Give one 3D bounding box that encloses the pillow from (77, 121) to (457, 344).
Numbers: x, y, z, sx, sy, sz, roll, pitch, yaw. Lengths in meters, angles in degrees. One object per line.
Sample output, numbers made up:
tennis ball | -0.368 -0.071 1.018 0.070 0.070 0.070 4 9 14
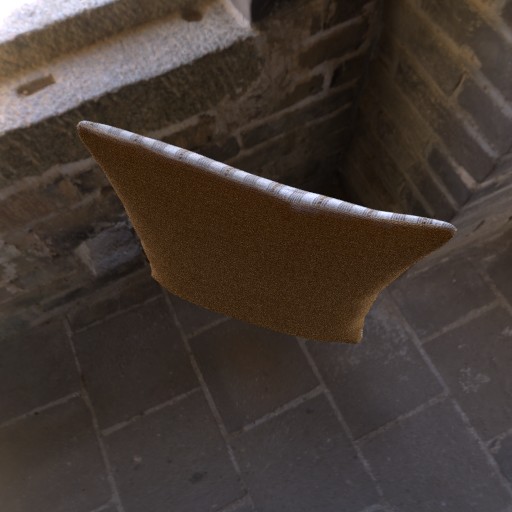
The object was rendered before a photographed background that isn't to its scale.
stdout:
pillow | 0.000 0.000 0.670 0.432 0.437 0.147 16 65 8
